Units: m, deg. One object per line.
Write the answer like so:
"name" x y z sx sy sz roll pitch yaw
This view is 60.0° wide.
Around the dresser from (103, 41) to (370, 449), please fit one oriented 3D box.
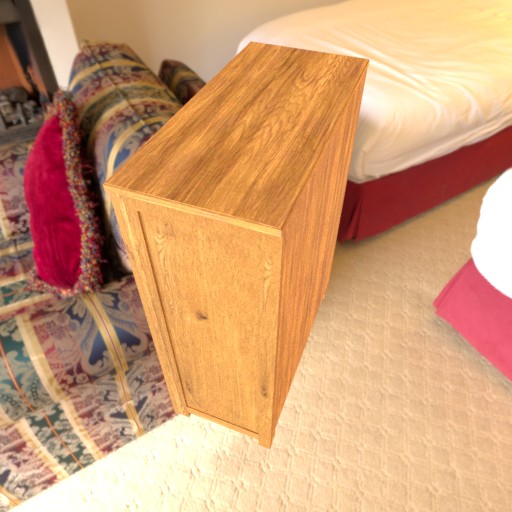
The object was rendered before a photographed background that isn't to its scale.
"dresser" 0.000 0.000 2.003 0.558 1.431 1.081 16 48 15
